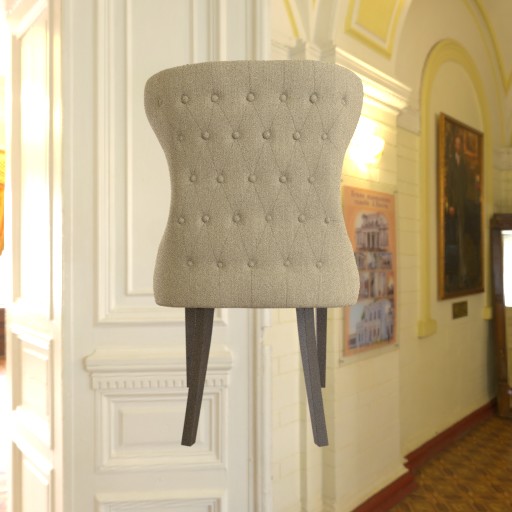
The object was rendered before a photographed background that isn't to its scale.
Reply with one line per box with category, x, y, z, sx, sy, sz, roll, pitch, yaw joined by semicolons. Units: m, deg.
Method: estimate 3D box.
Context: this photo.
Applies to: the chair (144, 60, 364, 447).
chair;0.000;0.000;1.361;0.628;0.967;0.635;0;0;0
